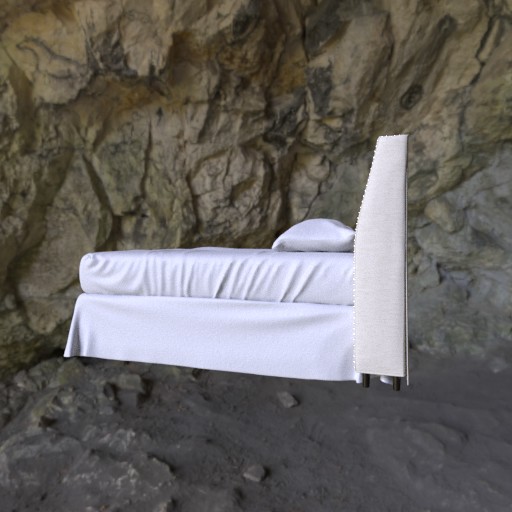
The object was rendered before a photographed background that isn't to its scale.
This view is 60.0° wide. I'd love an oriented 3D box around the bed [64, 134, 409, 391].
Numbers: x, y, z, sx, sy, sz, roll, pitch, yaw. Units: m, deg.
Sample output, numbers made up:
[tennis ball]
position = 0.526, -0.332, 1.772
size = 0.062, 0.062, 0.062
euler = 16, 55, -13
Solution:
[bed]
position = 0.000, 0.000, 3.481
size = 2.276, 1.332, 1.925
euler = 1, 2, 19
